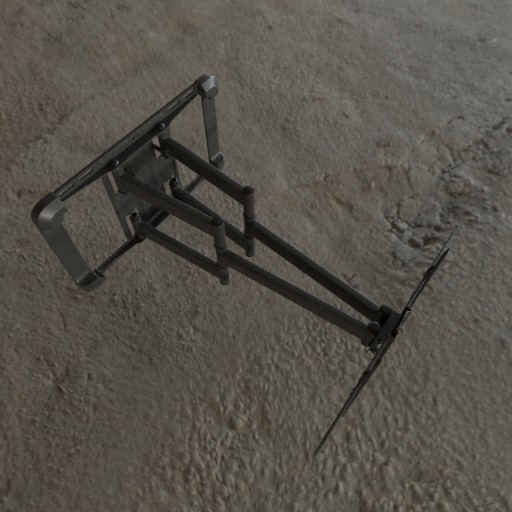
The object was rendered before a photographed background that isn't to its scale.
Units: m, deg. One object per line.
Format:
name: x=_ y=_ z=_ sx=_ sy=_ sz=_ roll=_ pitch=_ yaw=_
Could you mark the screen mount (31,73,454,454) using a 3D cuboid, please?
screen mount: x=0.000 y=0.000 z=1.327 sx=0.905 sy=0.483 sz=0.725 roll=32 pitch=63 yaw=19
